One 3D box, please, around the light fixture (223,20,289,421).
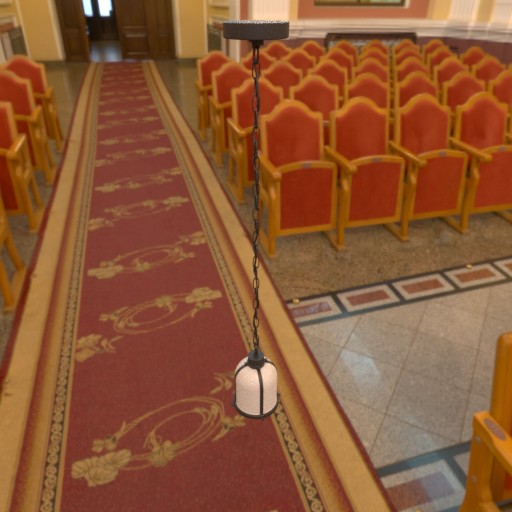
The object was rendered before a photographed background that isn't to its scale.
[{"bbox_3d":[0.000,0.000,1.262,0.178,1.181,0.178,-8,31,-13],"label":"light fixture"}]
